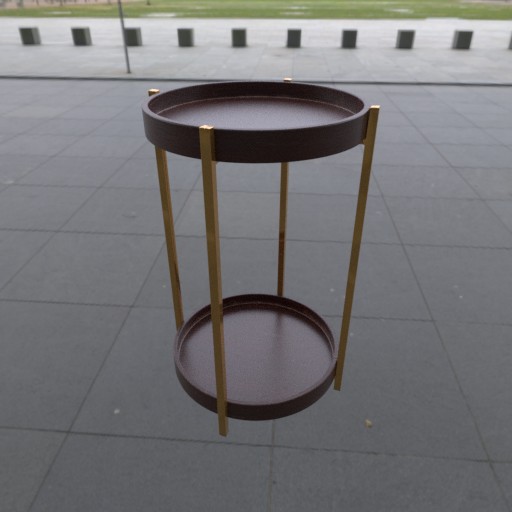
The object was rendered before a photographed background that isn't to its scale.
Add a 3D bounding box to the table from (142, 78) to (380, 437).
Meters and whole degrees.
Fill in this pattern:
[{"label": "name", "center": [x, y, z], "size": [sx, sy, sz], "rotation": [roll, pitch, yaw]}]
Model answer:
[{"label": "table", "center": [0.000, 0.000, 0.888], "size": [0.400, 0.610, 0.400], "rotation": [10, 32, 17]}]
